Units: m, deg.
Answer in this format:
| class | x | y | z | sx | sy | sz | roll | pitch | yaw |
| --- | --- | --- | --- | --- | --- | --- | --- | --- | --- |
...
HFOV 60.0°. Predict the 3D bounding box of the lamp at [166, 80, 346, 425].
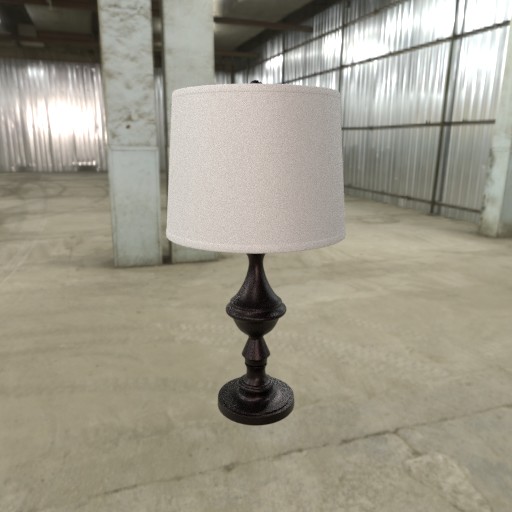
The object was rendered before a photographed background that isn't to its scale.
| class | x | y | z | sx | sy | sz | roll | pitch | yaw |
| --- | --- | --- | --- | --- | --- | --- | --- | --- | --- |
| lamp | 0.000 | 0.000 | 0.976 | 0.383 | 0.726 | 0.383 | 0 | 14 | 0 |
